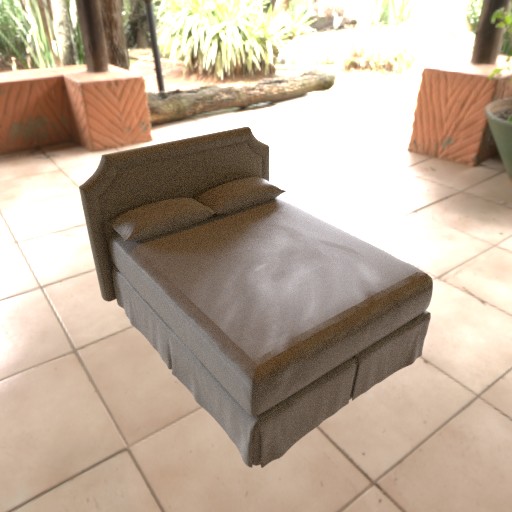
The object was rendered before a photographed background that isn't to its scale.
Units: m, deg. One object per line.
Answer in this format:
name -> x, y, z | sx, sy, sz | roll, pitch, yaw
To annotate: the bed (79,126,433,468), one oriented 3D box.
bed -> 0.000, 0.000, 3.355 | 1.828, 1.297, 2.164 | -21, 37, -31
